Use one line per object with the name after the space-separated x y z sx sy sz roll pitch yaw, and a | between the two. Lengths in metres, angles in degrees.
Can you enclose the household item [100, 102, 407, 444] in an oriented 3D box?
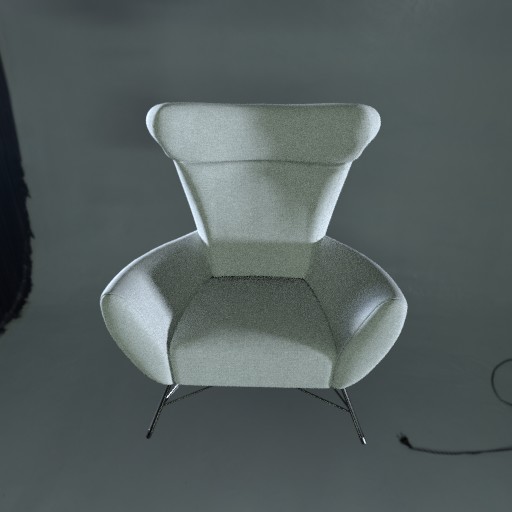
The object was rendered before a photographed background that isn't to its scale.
0.000 0.000 1.749 0.980 1.050 0.900 1 30 2 | household item
